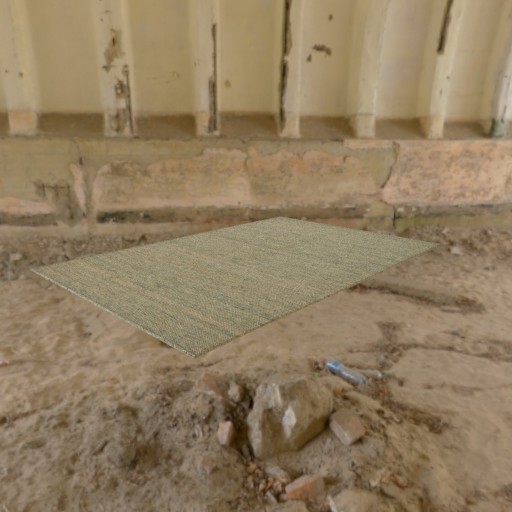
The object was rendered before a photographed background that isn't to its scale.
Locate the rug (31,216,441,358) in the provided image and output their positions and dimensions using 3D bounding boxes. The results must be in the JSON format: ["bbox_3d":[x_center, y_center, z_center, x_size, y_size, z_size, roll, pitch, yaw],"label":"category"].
[{"bbox_3d":[0.000,0.000,2.931,1.547,0.013,2.283,15,22,41],"label":"rug"}]
